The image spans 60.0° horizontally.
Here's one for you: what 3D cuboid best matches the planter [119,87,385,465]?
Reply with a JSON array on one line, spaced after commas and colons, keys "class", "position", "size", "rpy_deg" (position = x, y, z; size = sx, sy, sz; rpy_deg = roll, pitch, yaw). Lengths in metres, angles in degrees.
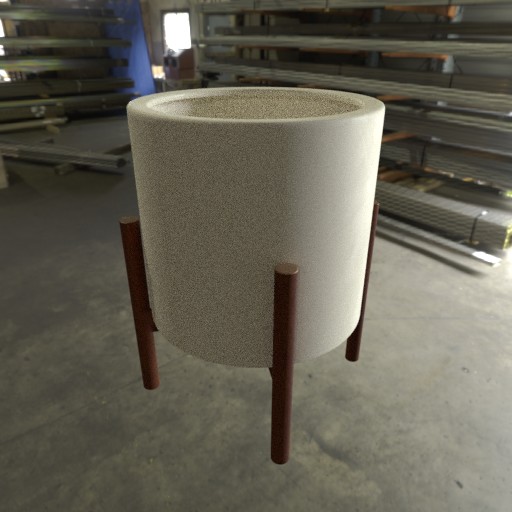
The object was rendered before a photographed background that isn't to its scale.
[{"class": "planter", "position": [0.000, 0.000, 0.869], "size": [0.421, 0.581, 0.420], "rpy_deg": [18, 32, 32]}]
